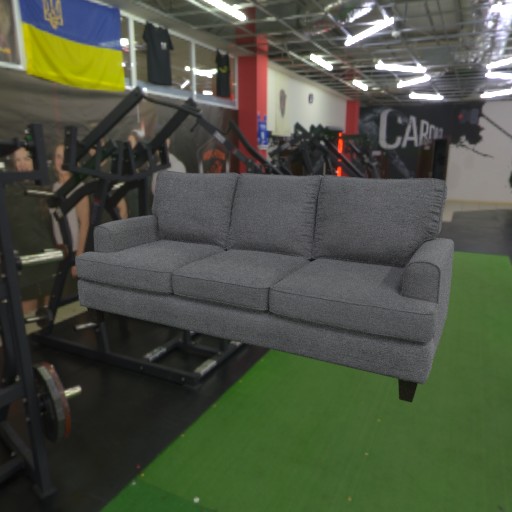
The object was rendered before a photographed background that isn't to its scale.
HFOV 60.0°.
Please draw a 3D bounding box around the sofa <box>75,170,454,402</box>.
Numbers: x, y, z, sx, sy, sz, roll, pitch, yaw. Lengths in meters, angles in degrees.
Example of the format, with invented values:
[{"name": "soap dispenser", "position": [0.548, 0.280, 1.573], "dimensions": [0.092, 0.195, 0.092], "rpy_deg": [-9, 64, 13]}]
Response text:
[{"name": "sofa", "position": [0.000, 0.000, 2.702], "dimensions": [2.158, 0.965, 0.951], "rpy_deg": [7, 15, 27]}]
